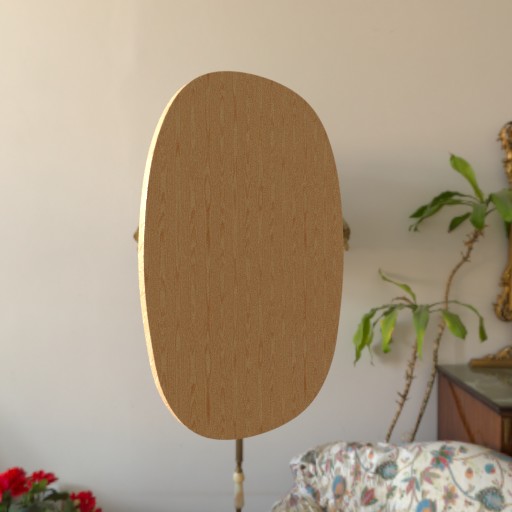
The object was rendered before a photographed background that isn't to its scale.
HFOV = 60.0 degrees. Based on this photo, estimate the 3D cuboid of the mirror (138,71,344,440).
[{"bbox_3d":[0.000,0.000,1.342,0.724,1.075,0.037,0,1,-36],"label":"mirror"}]
